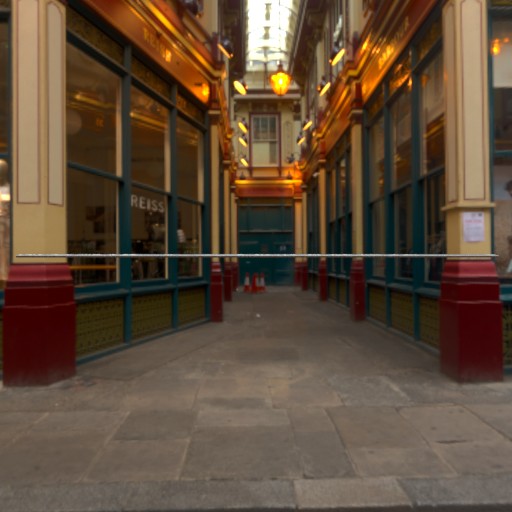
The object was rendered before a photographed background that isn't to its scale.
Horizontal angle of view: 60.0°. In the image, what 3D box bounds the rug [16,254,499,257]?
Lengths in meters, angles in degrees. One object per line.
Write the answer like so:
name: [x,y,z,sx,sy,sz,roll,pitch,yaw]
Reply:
rug: [0.000,0.000,2.806,2.206,0.014,1.578,0,0,-2]
